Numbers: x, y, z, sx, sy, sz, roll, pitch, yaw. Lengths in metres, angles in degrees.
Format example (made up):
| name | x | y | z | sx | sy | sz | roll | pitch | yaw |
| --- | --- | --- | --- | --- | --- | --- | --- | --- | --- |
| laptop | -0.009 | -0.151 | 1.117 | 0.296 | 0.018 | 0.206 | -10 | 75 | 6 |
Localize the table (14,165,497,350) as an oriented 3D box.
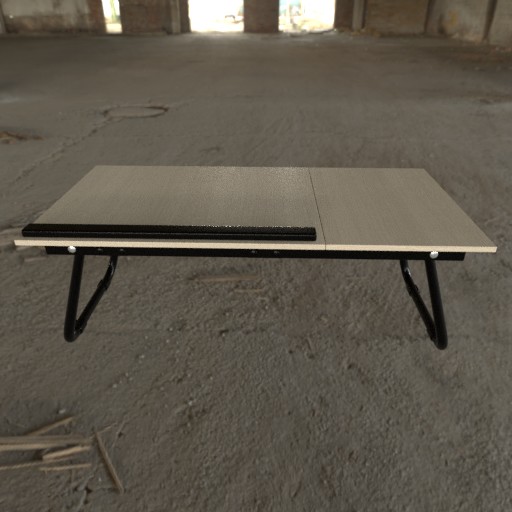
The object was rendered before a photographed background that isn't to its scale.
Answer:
| name | x | y | z | sx | sy | sz | roll | pitch | yaw |
| --- | --- | --- | --- | --- | --- | --- | --- | --- | --- |
| table | 0.000 | 0.000 | 0.781 | 0.644 | 0.242 | 0.322 | 1 | 29 | 2 |
